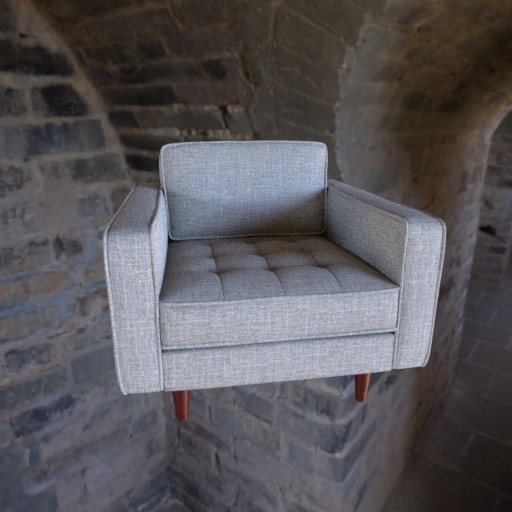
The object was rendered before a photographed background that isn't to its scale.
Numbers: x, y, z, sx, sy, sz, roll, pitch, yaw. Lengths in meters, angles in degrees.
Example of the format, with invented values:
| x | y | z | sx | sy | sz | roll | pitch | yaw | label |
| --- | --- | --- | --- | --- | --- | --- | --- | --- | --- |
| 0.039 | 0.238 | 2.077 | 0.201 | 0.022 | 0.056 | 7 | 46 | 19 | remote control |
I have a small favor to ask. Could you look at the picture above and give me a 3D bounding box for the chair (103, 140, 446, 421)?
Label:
| x | y | z | sx | sy | sz | roll | pitch | yaw | label |
| --- | --- | --- | --- | --- | --- | --- | --- | --- | --- |
| 0.000 | 0.000 | 1.554 | 0.889 | 0.765 | 0.914 | -3 | 17 | -9 | chair |
